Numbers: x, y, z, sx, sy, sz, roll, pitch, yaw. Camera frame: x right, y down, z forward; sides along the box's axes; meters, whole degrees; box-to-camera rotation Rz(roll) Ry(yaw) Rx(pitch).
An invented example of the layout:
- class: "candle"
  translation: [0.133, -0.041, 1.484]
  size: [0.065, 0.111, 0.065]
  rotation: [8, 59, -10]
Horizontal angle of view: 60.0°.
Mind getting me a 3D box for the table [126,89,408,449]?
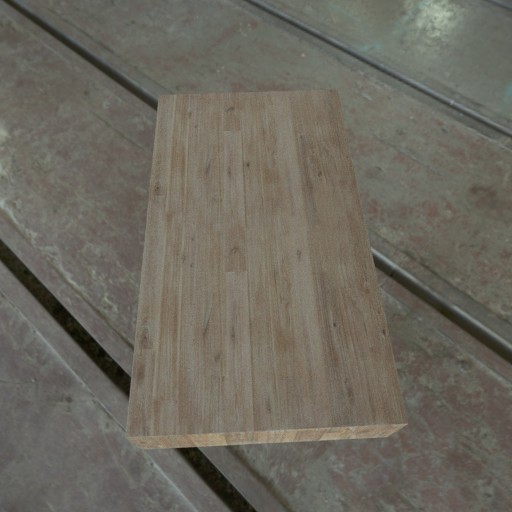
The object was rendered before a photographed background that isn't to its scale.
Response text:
- class: "table"
  translation: [0.000, 0.000, 2.059]
  size: [0.918, 0.531, 1.619]
  rotation: [-2, 59, -1]
